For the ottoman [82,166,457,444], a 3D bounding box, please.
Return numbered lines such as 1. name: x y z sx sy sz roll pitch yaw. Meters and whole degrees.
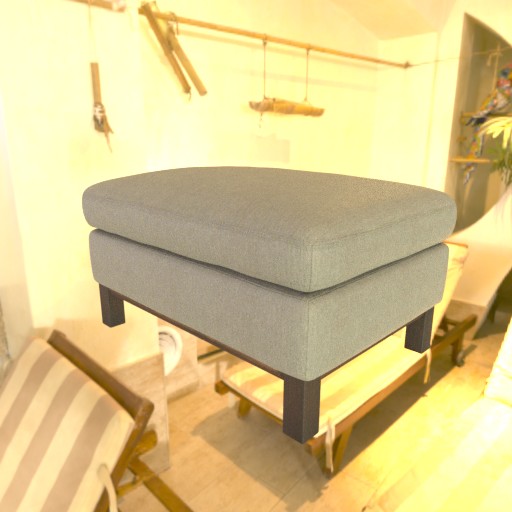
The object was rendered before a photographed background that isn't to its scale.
1. ottoman: 0.000 0.000 1.037 0.735 0.404 0.528 15 21 43
